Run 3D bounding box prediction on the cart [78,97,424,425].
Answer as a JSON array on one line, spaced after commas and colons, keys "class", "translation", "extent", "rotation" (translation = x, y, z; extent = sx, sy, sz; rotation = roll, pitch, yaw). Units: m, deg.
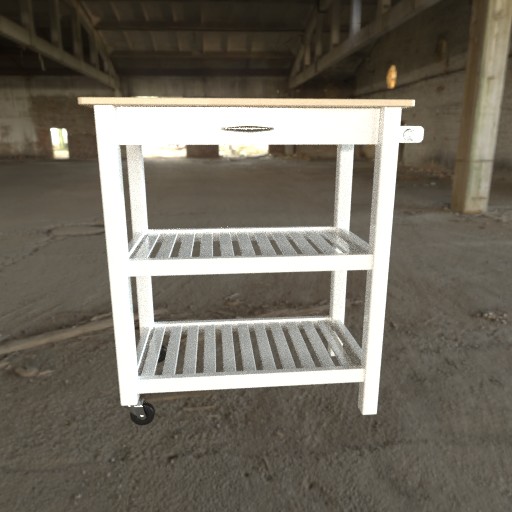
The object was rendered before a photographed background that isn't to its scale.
[{"class": "cart", "translation": [0.000, 0.000, 1.431], "extent": [0.899, 0.927, 0.457], "rotation": [-1, 15, -5]}]
